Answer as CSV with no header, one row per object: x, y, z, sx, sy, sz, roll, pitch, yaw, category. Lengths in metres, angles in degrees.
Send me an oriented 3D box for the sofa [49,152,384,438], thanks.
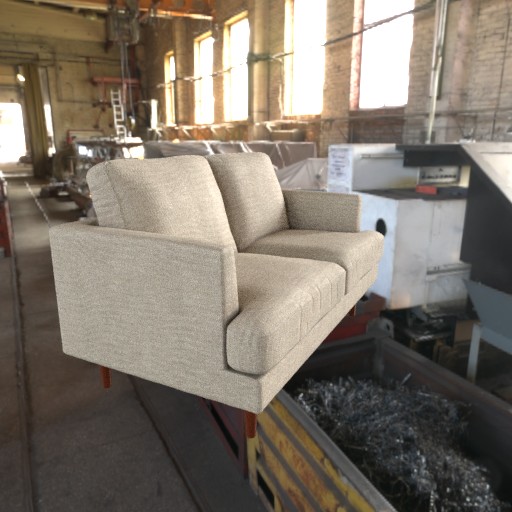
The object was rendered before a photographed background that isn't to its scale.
0.000,0.000,2.122,0.903,0.944,1.582,8,16,27,sofa
